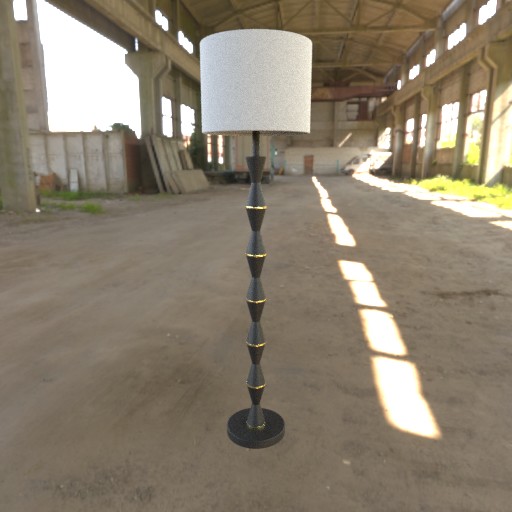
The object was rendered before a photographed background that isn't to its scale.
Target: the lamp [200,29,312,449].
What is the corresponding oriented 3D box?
[{"bbox_3d":[0.000,0.000,1.675,0.381,1.480,0.381,-6,14,-26],"label":"lamp"}]
